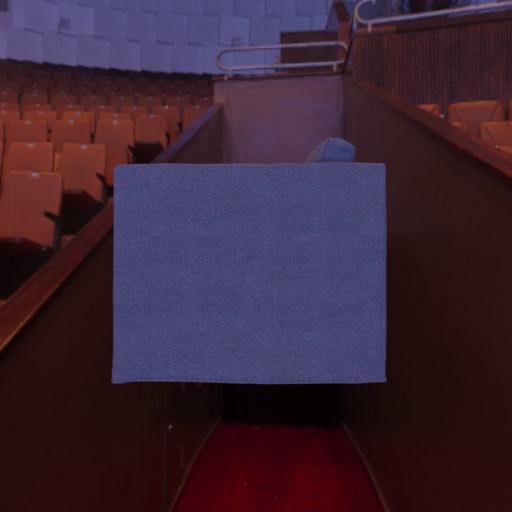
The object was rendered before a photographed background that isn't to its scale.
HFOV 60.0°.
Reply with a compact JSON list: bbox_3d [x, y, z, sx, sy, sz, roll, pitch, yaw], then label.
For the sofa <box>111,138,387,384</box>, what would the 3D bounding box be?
[{"bbox_3d":[0.000,0.000,2.433,0.953,0.855,1.982,0,0,2],"label":"sofa"}]
